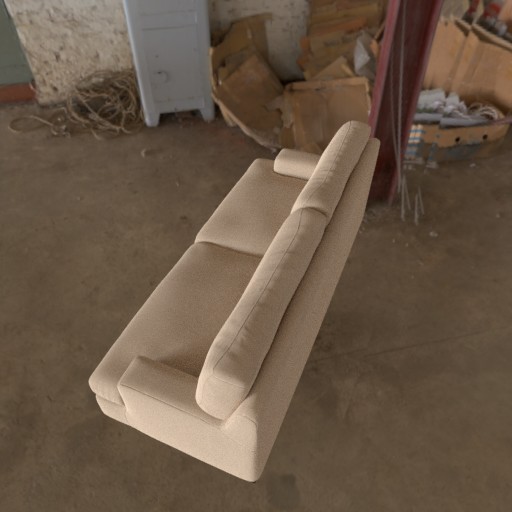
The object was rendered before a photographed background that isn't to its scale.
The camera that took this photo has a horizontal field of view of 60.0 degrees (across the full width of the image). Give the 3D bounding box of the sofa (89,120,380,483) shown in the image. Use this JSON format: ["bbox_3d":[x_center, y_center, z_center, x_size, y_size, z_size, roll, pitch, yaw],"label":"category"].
[{"bbox_3d":[0.000,0.000,2.645,0.929,0.925,2.147,17,48,16],"label":"sofa"}]
